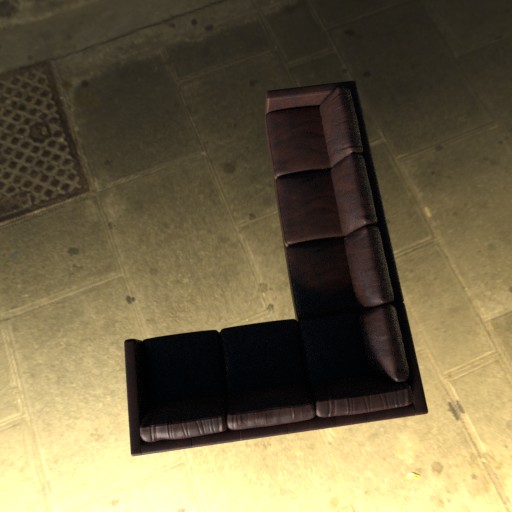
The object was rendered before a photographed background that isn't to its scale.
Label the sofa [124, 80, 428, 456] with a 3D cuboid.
[{"bbox_3d":[0.000,0.000,4.214,2.438,0.836,3.152,-7,76,-2],"label":"sofa"}]
